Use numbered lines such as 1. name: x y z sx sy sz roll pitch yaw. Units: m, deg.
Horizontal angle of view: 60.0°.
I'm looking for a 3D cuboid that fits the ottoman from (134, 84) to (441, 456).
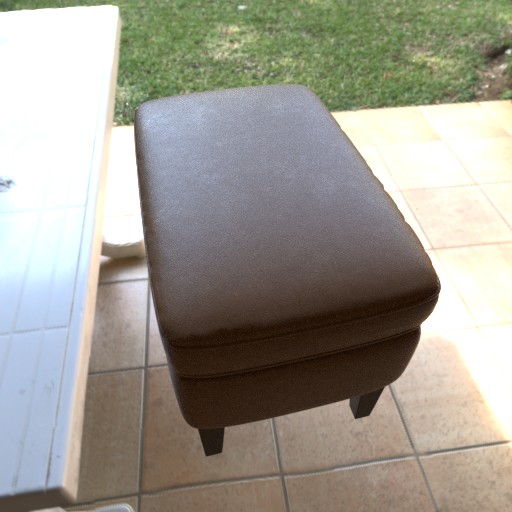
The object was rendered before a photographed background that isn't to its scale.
1. ottoman: 0.000 0.000 0.942 0.420 0.480 0.670 -10 48 -9
